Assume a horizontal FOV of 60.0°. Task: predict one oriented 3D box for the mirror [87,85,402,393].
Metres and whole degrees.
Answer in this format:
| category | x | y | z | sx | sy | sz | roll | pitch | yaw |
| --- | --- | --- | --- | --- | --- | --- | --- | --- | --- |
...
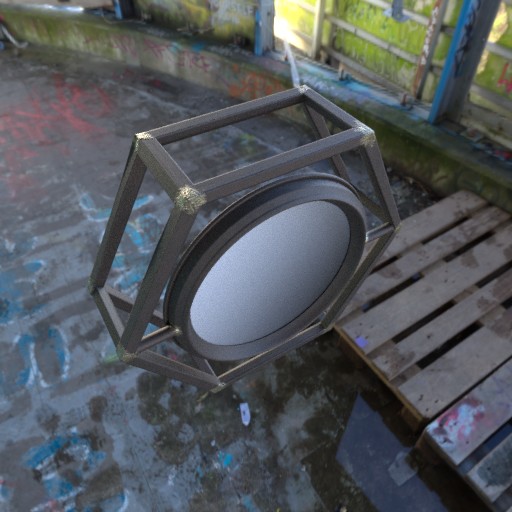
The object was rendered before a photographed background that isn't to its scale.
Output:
| category | x | y | z | sx | sy | sz | roll | pitch | yaw |
| --- | --- | --- | --- | --- | --- | --- | --- | --- | --- |
| mirror | 0.000 | 0.000 | 0.540 | 0.380 | 0.334 | 0.119 | -24 | 51 | -21 |
